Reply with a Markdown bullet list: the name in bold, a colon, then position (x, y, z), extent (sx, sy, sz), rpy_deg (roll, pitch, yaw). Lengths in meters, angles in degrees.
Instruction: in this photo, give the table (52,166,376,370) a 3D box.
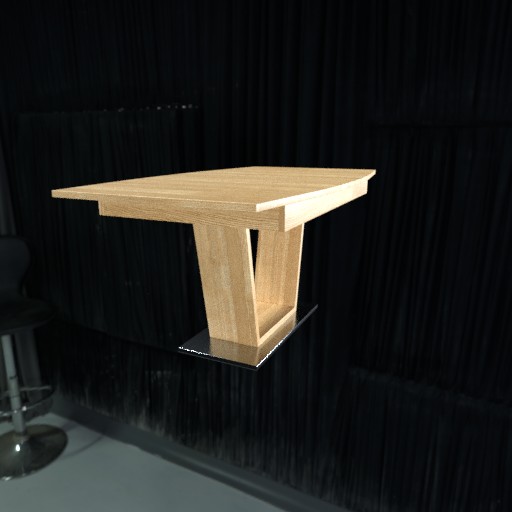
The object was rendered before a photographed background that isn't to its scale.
- **table**: position (0.000, 0.000, 2.134), extent (0.900, 0.748, 1.598), rpy_deg (7, 16, 25)
